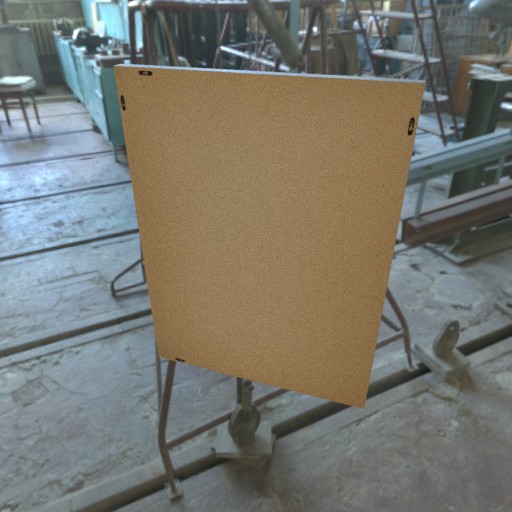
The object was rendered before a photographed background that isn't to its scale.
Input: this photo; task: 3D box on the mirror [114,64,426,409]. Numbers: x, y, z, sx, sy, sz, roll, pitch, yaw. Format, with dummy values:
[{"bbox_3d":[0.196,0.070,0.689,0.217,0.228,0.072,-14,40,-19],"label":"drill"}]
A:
[{"bbox_3d":[0.000,0.000,1.312,0.762,1.016,0.040,10,33,16],"label":"mirror"}]
